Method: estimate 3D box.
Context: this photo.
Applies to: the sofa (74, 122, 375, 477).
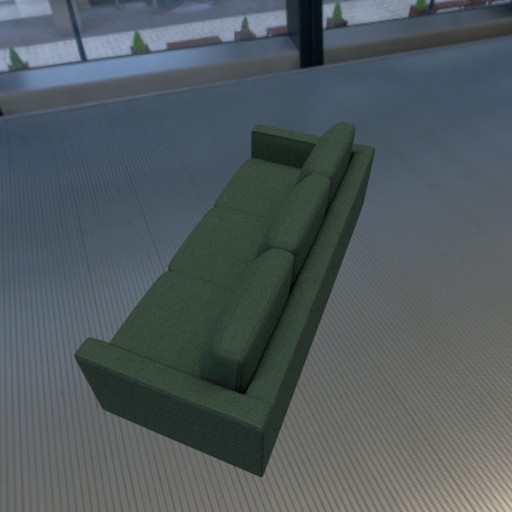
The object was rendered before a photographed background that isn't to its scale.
[{"bbox_3d":[0.000,0.000,2.518,0.879,0.899,2.029,16,48,15],"label":"sofa"}]
